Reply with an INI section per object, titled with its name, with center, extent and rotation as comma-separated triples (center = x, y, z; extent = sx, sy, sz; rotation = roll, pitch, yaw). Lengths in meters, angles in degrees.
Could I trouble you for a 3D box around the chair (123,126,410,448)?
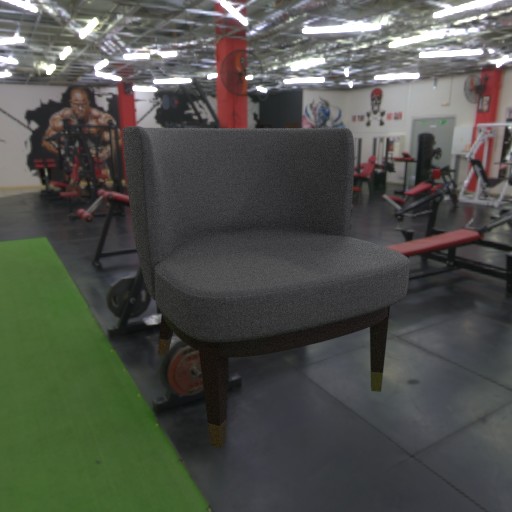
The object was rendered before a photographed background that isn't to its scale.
[chair]
center = 0.000, 0.000, 1.241
extent = 0.639, 0.695, 0.698
rotation = -8, 17, -27
